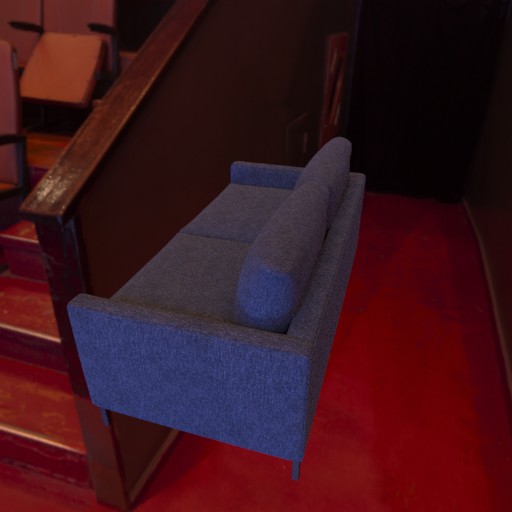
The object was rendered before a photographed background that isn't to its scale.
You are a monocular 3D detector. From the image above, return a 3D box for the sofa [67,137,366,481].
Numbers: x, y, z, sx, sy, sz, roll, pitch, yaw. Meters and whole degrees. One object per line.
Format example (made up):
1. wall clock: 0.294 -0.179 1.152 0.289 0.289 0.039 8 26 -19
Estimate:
1. sofa: 0.000 0.000 2.188 0.866 0.862 1.716 9 31 15
